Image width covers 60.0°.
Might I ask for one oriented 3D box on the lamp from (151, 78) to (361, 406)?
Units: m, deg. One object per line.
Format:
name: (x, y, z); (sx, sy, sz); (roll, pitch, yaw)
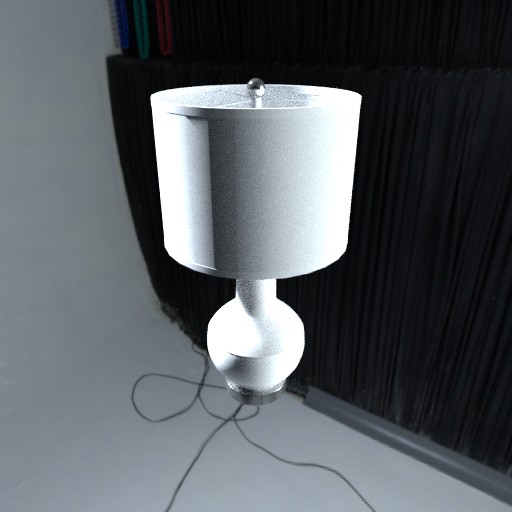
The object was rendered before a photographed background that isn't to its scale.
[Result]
lamp: (0.000, 0.000, 0.901); (0.357, 0.673, 0.357); (17, 31, 31)
